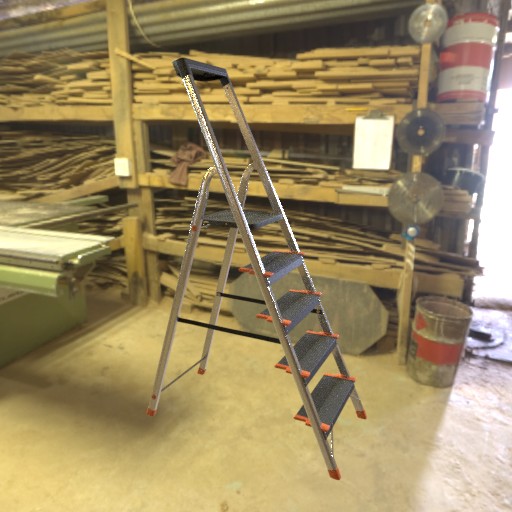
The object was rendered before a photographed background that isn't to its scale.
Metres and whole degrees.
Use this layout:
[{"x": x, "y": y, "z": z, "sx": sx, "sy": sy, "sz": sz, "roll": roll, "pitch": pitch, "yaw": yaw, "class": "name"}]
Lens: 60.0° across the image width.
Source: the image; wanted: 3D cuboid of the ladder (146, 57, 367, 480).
[{"x": 0.000, "y": 0.000, "z": 2.000, "sx": 0.995, "sy": 1.646, "sz": 0.480, "roll": 7, "pitch": 16, "yaw": 26, "class": "ladder"}]
